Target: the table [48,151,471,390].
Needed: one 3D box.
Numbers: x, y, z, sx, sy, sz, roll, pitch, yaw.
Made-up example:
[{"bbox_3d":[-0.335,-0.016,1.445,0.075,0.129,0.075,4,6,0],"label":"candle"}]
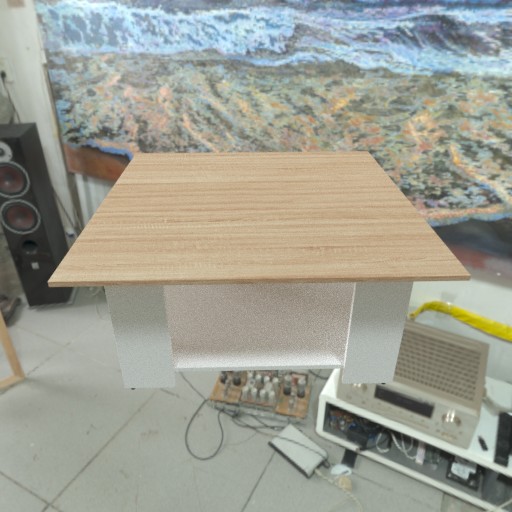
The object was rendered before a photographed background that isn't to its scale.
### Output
[{"bbox_3d":[0.000,0.000,1.066,0.670,0.305,0.670,-1,30,-1],"label":"table"}]
